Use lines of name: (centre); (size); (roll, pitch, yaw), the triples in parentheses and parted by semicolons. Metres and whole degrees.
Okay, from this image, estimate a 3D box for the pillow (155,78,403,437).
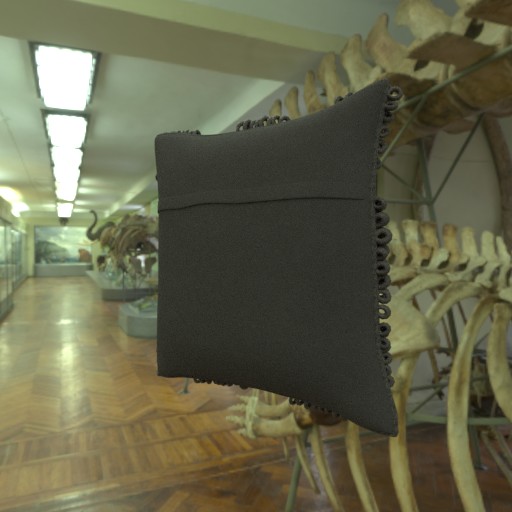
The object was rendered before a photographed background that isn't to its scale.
pillow: (0.000, 0.000, 0.716); (0.470, 0.467, 0.172); (1, 1, 36)
